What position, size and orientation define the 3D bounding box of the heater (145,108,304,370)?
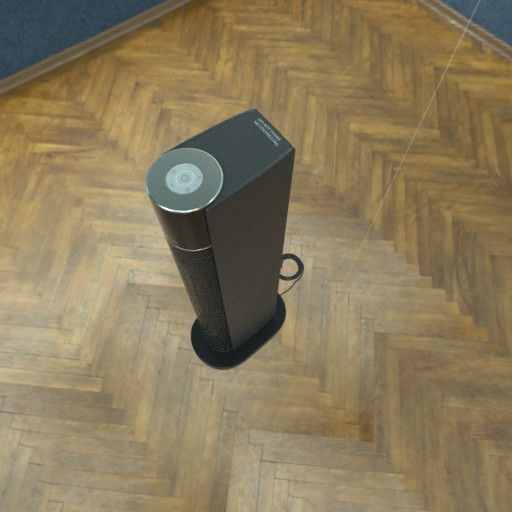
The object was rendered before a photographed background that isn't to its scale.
[{"bbox_3d":[0.000,0.000,1.041,0.458,0.856,0.214,-34,69,-15],"label":"heater"}]
